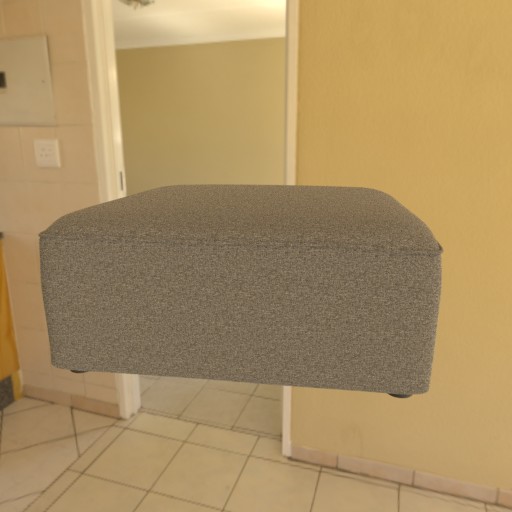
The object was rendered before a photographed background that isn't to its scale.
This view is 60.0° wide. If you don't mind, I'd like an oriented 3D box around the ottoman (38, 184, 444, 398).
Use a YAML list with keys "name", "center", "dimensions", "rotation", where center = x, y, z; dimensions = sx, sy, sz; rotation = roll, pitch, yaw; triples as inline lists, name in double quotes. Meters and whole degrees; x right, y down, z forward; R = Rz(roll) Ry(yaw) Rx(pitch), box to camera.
- name: "ottoman"
  center: [0.000, 0.000, 1.568]
  dimensions: [1.005, 0.464, 1.015]
  rotation: [2, 15, 8]
